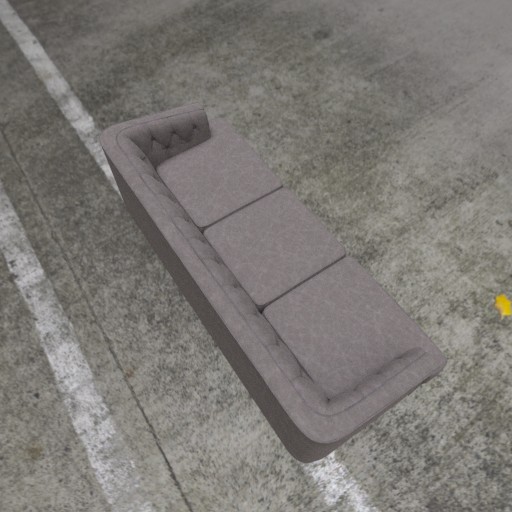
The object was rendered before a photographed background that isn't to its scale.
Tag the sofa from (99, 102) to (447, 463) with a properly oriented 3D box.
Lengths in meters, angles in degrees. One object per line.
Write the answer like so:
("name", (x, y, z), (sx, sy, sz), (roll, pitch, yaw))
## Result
("sofa", (0.000, 0.000, 2.665), (0.917, 0.806, 2.247), (-30, 63, -17))
